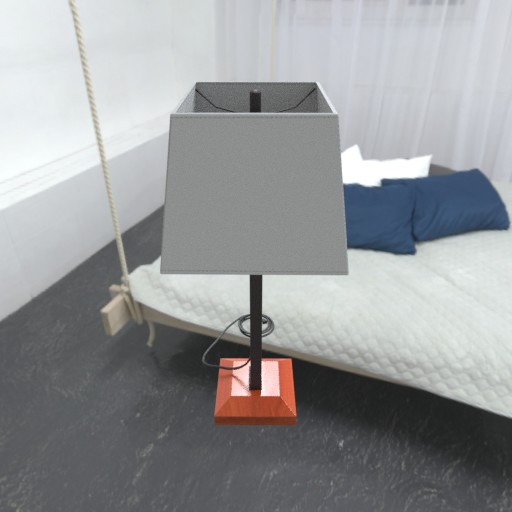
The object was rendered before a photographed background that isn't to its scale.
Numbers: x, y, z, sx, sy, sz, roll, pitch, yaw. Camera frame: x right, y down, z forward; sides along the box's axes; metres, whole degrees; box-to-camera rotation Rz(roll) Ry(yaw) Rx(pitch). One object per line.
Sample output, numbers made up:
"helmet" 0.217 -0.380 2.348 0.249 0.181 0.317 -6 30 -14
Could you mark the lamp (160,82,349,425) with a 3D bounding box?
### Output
"lamp" 0.000 0.000 0.994 0.310 0.737 0.498 0 31 1
